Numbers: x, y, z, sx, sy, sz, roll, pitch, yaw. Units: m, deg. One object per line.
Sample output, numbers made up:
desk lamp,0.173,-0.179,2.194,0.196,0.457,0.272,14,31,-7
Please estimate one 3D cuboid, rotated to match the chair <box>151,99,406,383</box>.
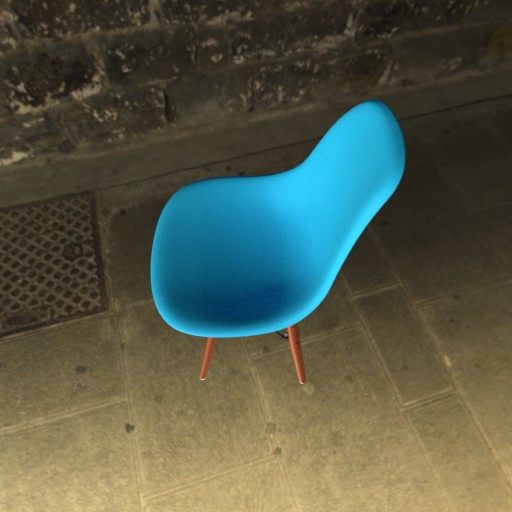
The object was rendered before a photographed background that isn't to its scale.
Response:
chair,0.000,0.000,1.151,0.533,0.826,0.470,-2,59,-1
